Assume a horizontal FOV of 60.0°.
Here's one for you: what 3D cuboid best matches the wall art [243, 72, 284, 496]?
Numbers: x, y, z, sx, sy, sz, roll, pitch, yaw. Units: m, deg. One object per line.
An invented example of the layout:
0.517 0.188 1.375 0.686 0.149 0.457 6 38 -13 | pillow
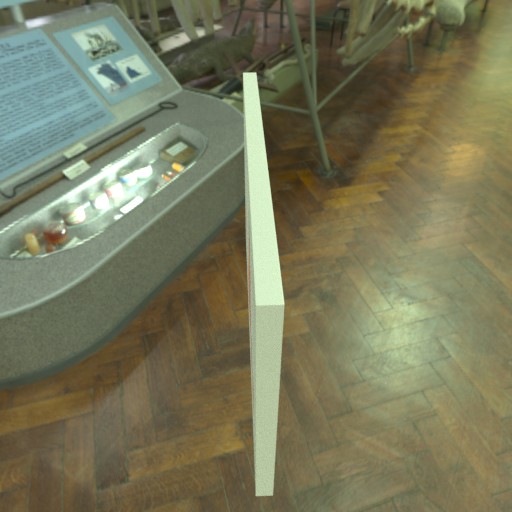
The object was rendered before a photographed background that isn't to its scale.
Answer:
0.000 0.000 1.126 0.038 0.609 0.914 -2 40 -2 | wall art
